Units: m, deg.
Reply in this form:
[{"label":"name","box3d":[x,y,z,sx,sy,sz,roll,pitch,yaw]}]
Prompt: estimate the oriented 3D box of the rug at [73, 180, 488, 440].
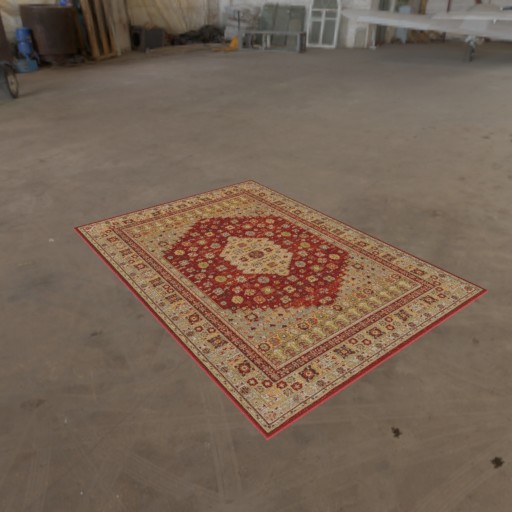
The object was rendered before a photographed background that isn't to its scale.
[{"label":"rug","box3d":[0.000,0.000,2.830,1.593,0.013,2.211,-21,36,-32]}]
